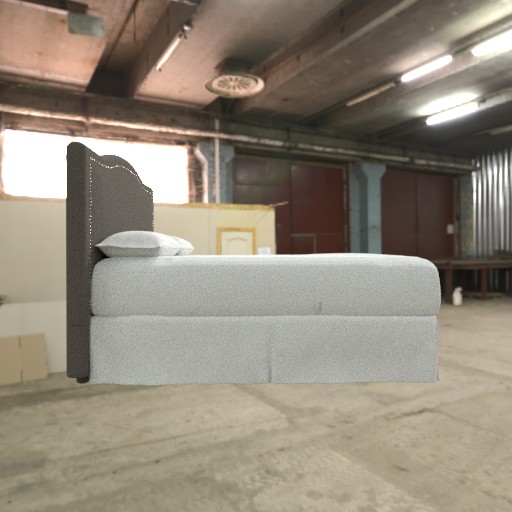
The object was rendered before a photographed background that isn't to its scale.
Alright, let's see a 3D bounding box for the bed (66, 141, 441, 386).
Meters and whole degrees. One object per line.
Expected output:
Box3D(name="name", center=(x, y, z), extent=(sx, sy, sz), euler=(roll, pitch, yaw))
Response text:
Box3D(name="bed", center=(0.000, 0.000, 3.158), extent=(2.036, 1.387, 1.666), euler=(0, 0, -1))
